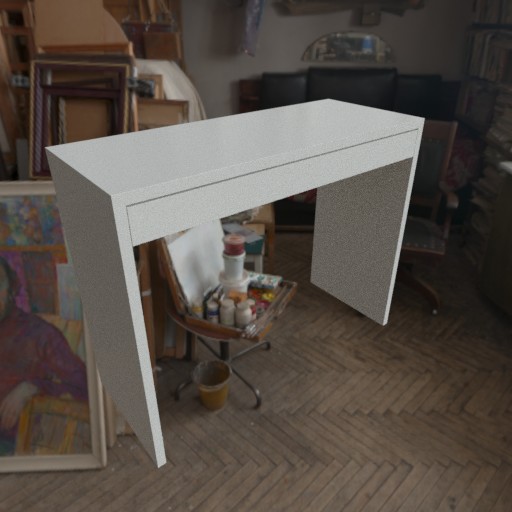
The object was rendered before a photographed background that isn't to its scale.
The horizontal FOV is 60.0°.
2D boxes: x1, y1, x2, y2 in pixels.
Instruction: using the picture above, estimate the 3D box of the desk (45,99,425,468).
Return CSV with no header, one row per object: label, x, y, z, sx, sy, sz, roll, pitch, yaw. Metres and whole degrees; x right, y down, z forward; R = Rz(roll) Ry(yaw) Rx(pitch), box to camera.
desk,0.000,0.000,1.414,1.000,0.790,0.400,-22,36,-33
